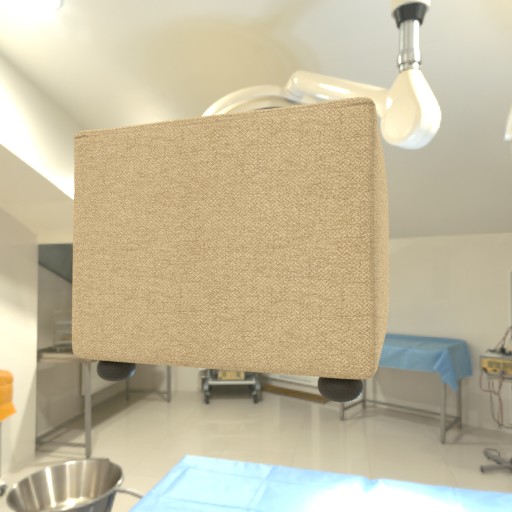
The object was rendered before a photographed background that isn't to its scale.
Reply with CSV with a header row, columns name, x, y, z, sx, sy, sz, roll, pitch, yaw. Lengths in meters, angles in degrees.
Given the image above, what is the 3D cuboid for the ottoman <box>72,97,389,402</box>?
name,x,y,z,sx,sy,sz,roll,pitch,yaw
ottoman,0.000,0.000,0.892,0.508,0.432,0.508,-1,-2,18
